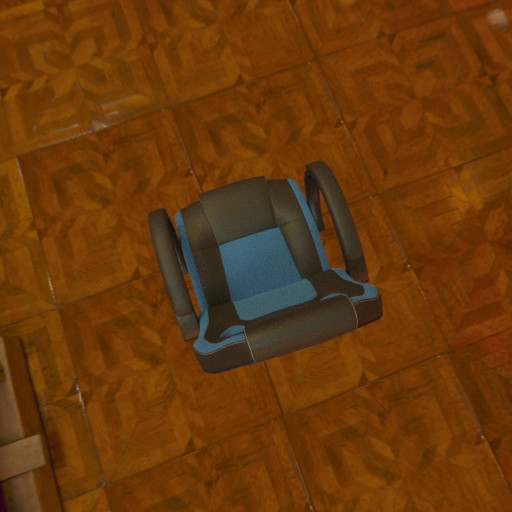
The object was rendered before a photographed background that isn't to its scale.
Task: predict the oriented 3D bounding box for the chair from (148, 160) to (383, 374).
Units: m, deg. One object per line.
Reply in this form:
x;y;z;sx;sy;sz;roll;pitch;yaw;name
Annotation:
0.000;0.000;1.624;0.673;1.187;0.724;-18;78;-4;chair
